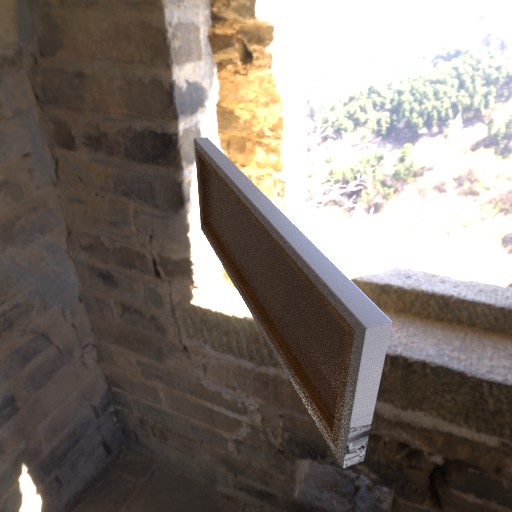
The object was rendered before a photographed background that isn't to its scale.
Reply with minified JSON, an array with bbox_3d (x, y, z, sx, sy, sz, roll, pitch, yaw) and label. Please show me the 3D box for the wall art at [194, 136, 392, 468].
[{"bbox_3d":[0.000,0.000,0.867,0.036,0.256,0.766,-11,33,-18],"label":"wall art"}]
